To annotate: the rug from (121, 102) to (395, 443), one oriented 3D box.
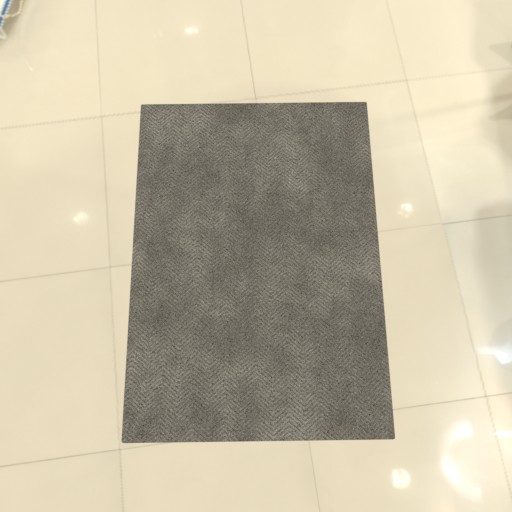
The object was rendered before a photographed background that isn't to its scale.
[{"bbox_3d":[0.000,0.000,2.868,1.600,0.008,2.235,-1,76,0],"label":"rug"}]
